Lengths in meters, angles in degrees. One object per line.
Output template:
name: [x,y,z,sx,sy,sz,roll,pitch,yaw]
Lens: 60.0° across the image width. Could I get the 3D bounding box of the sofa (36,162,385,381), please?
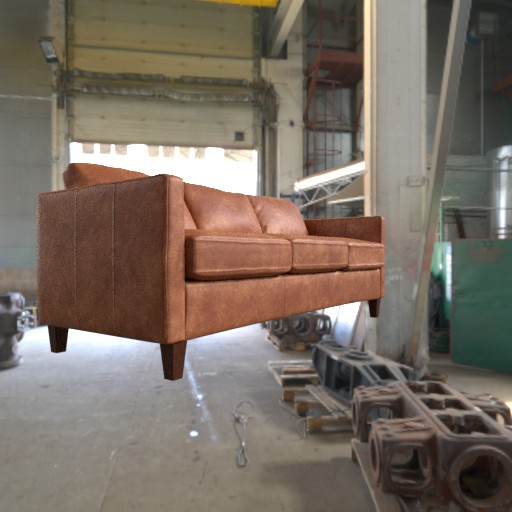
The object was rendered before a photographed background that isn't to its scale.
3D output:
sofa: [0.000,0.000,2.962,1.045,1.006,2.464,0,0,36]
